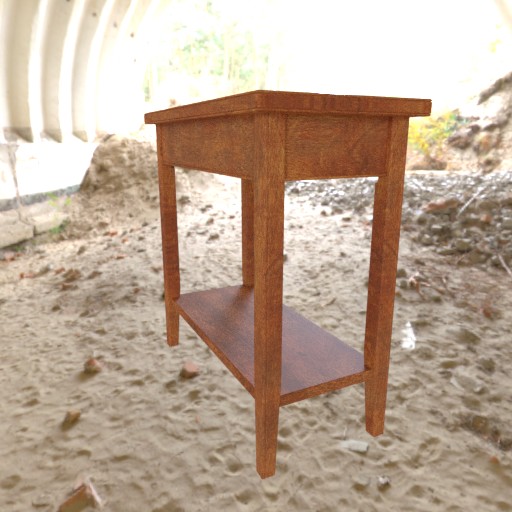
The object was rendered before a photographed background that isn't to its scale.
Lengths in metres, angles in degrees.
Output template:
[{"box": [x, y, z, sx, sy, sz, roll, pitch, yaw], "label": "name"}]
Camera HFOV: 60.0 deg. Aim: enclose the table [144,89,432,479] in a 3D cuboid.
[{"box": [0.000, 0.000, 0.959, 0.305, 0.610, 0.610, -7, 17, -26], "label": "table"}]
